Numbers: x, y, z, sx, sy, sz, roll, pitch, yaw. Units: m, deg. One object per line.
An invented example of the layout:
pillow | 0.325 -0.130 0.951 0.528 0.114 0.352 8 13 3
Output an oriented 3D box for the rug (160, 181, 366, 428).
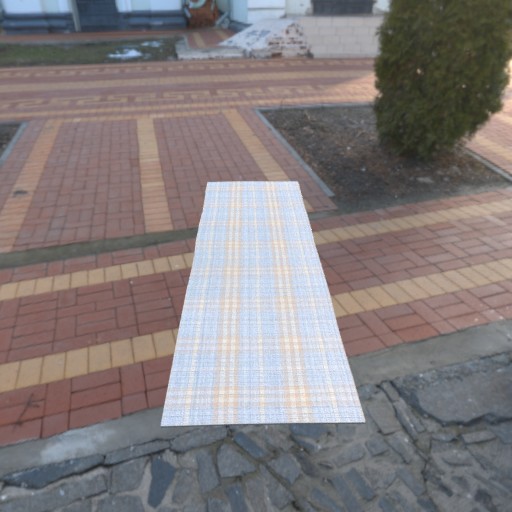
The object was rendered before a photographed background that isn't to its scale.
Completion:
rug | 0.000 0.000 2.686 0.762 0.013 2.439 -1 31 -1
